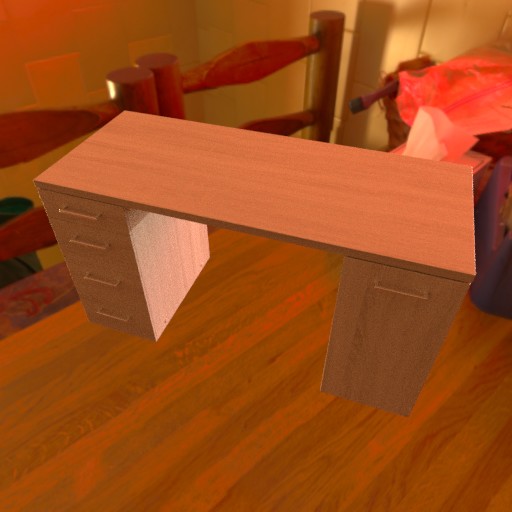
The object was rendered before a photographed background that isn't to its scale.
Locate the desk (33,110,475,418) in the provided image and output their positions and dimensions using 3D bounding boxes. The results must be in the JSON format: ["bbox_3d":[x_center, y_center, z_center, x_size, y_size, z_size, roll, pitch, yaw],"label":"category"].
[{"bbox_3d":[0.000,0.000,1.747,1.390,0.740,0.600,13,44,14],"label":"desk"}]
